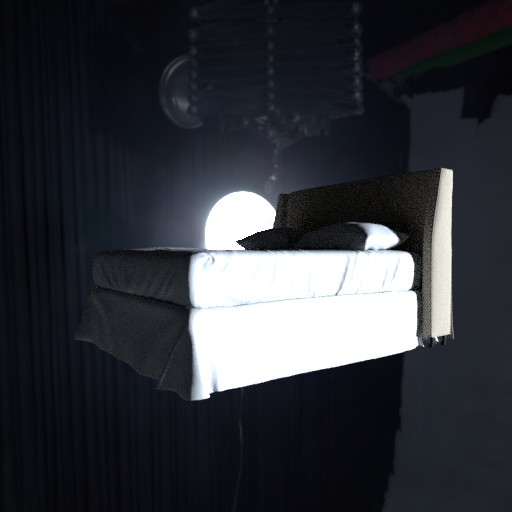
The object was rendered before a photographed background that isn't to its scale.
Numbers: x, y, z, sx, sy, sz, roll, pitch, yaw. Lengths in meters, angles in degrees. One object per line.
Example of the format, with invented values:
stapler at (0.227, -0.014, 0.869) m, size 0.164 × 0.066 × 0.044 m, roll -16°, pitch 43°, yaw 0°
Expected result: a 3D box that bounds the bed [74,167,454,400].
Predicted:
bed at (0.000, 0.000, 3.407) m, size 2.276 × 1.332 × 1.925 m, roll 0°, pitch 1°, yaw -36°
